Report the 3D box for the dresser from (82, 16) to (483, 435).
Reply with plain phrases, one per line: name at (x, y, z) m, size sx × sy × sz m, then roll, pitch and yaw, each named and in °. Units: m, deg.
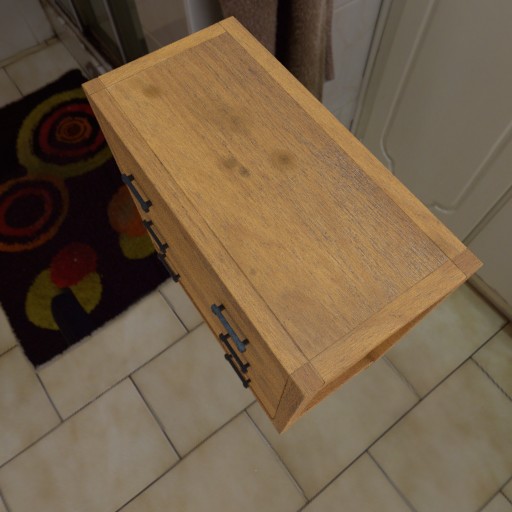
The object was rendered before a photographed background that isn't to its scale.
dresser at (0.000, 0.000, 1.234) m, size 0.427 × 0.804 × 0.804 m, roll -32°, pitch 68°, yaw -14°
